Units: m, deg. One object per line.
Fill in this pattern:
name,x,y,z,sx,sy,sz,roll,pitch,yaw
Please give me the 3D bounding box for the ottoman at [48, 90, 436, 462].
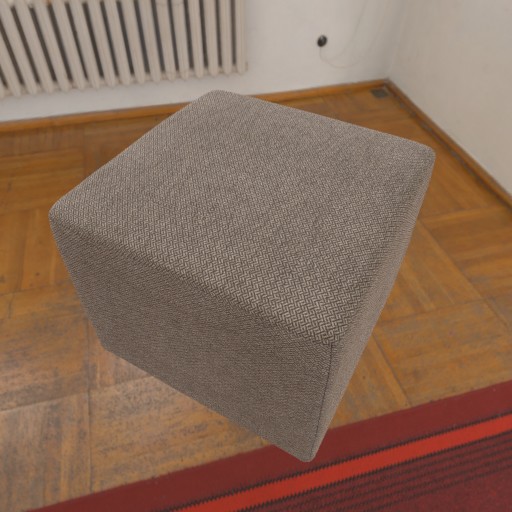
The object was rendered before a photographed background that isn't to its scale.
ottoman,0.000,0.000,0.906,0.519,0.453,0.512,22,50,20
